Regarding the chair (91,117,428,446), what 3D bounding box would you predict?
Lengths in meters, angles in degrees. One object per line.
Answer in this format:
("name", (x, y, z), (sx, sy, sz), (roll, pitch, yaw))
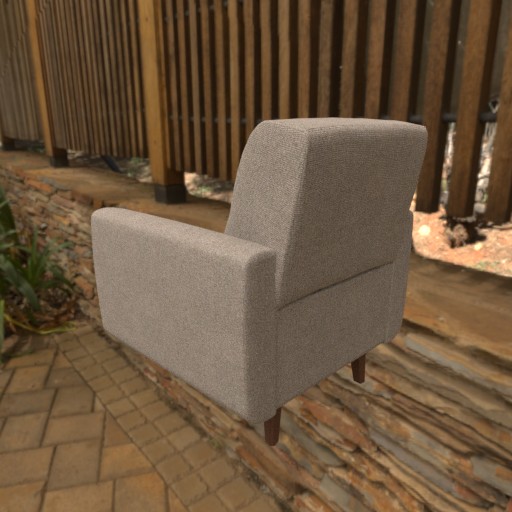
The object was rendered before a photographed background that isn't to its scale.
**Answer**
("chair", (0.000, 0.000, 1.627), (0.845, 0.968, 0.942), (-16, 23, -42))
